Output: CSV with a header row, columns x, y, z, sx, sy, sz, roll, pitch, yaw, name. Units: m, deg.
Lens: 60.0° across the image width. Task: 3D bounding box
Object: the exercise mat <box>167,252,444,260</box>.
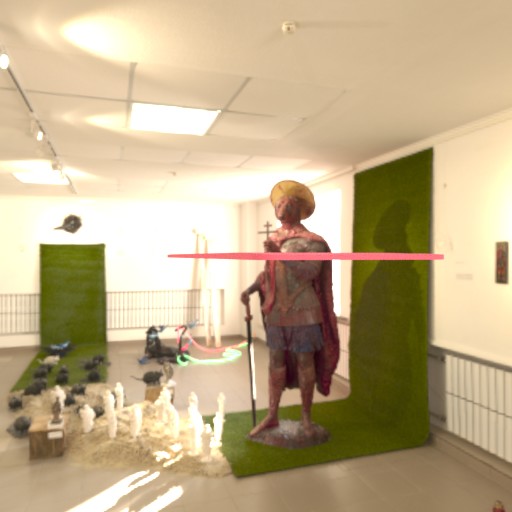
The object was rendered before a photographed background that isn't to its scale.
x,y,z,sx,sy,sz,roll,pitch,yaw,name
0.000,0.000,2.113,0.616,0.021,1.884,0,0,-18,exercise mat
